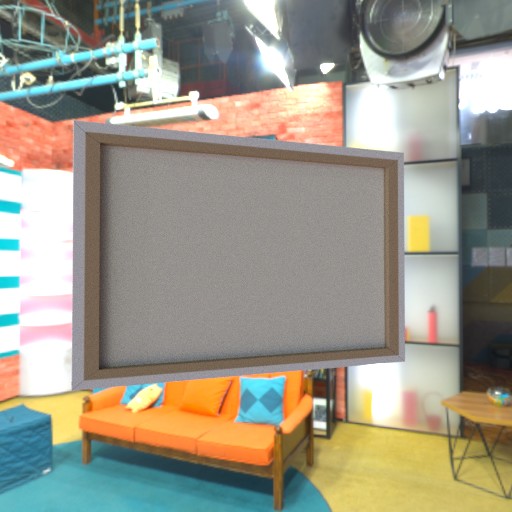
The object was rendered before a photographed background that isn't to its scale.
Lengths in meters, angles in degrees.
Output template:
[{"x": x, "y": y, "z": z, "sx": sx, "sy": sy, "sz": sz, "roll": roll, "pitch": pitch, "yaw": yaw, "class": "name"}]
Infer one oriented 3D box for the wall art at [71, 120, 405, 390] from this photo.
[{"x": 0.000, "y": 0.000, "z": 0.796, "sx": 0.608, "sy": 0.414, "sz": 0.042, "roll": 0, "pitch": -1, "yaw": -19, "class": "wall art"}]
